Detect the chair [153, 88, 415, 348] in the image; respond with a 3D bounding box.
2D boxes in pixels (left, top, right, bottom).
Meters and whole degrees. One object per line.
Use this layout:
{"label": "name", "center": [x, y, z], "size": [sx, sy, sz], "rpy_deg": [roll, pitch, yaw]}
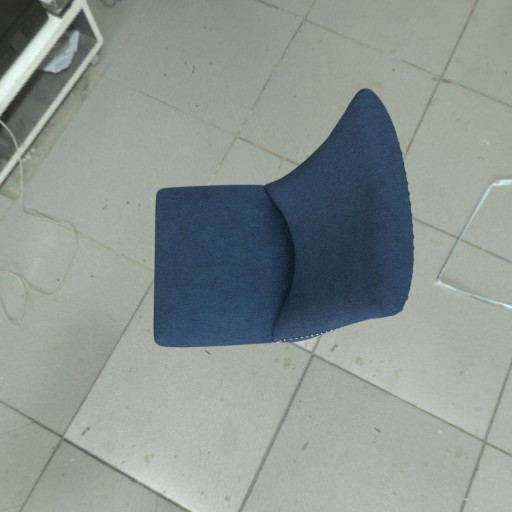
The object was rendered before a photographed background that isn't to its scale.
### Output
{"label": "chair", "center": [0.000, 0.000, 1.285], "size": [0.610, 0.902, 0.495], "rpy_deg": [-2, 75, -1]}
